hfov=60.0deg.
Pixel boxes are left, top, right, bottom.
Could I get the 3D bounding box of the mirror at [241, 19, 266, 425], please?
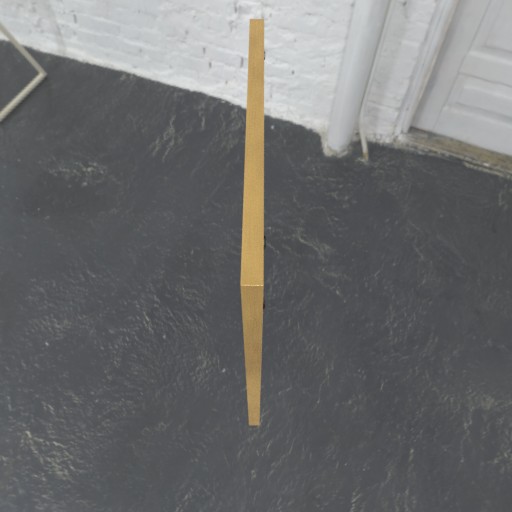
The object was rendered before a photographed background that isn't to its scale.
[{"bbox_3d":[0.000,0.000,1.334,0.041,1.016,0.762,1,57,0],"label":"mirror"}]
